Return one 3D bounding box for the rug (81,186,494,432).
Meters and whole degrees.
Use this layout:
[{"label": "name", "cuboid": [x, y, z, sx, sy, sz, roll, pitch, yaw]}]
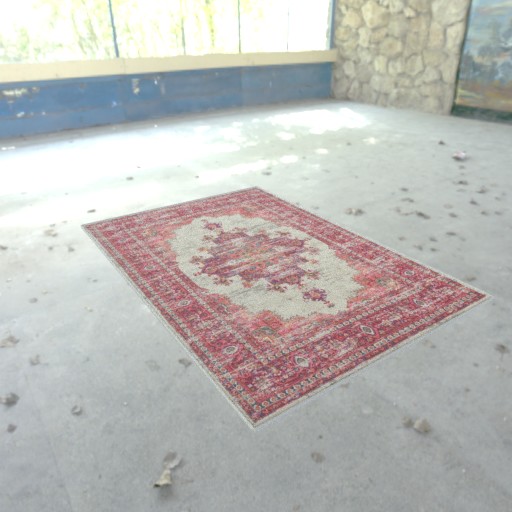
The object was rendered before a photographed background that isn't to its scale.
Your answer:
[{"label": "rug", "cuboid": [0.000, 0.000, 2.177, 1.217, 0.011, 1.747, -18, 32, -30]}]
